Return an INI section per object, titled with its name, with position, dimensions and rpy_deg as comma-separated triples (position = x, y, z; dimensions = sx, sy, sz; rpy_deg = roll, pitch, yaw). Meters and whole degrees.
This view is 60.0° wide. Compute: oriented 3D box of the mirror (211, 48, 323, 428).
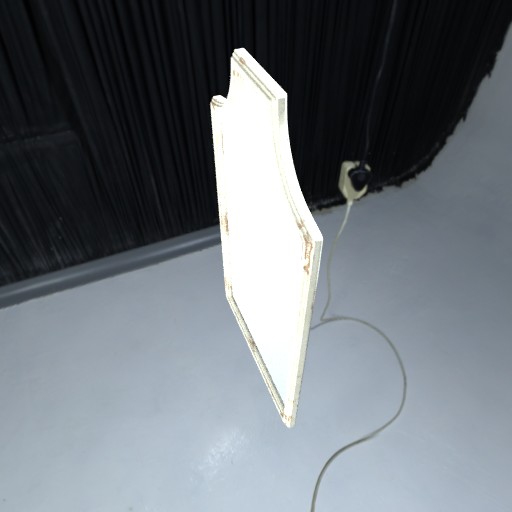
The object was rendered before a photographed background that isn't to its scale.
[mirror]
position = 0.000, 0.000, 0.848
dimensions = 0.022, 0.717, 0.403
rpy_deg = -17, 49, -15
